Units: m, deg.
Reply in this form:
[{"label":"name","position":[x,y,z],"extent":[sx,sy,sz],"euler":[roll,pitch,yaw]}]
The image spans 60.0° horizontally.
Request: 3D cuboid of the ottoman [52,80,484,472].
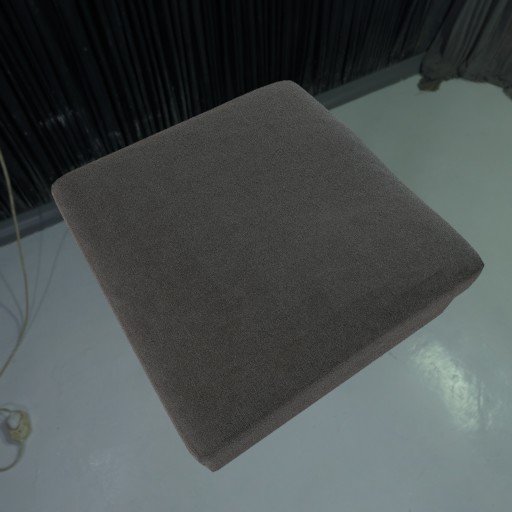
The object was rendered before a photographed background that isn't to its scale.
[{"label":"ottoman","position":[0.000,0.000,1.342],"extent":[0.861,0.482,0.881],"euler":[-29,63,-17]}]
